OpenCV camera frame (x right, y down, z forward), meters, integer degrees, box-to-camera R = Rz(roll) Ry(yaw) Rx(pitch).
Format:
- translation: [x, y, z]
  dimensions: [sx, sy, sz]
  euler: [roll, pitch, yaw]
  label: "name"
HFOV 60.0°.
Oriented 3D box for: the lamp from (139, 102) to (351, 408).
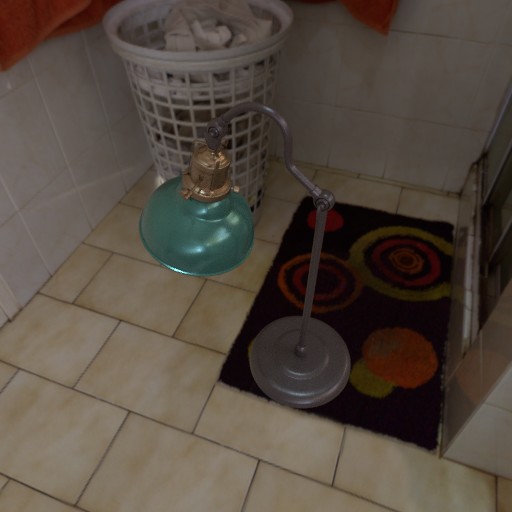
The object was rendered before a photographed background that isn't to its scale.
- translation: [0.000, 0.000, 0.690]
  dimensions: [0.374, 0.508, 0.192]
  euler: [17, 49, 15]
  label: "lamp"
